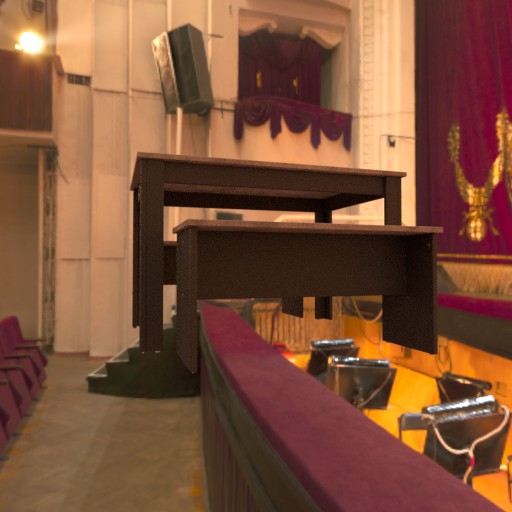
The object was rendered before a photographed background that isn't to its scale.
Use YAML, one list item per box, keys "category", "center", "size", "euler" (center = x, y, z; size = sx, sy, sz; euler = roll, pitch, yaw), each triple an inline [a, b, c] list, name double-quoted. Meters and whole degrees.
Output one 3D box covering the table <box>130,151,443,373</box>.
- category: "table"
  center: [0.000, 0.000, 2.048]
  size: [1.100, 0.700, 1.443]
  euler: [0, -1, -18]
